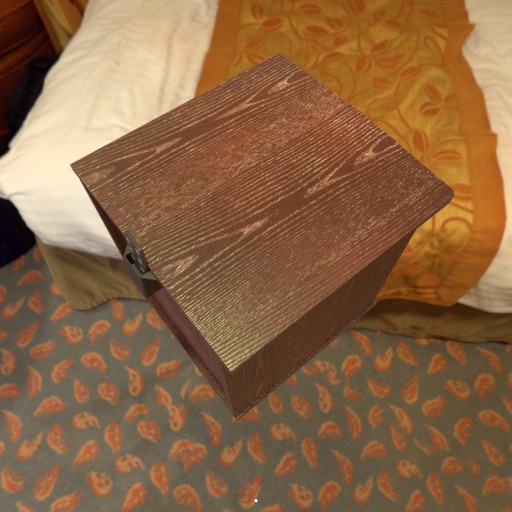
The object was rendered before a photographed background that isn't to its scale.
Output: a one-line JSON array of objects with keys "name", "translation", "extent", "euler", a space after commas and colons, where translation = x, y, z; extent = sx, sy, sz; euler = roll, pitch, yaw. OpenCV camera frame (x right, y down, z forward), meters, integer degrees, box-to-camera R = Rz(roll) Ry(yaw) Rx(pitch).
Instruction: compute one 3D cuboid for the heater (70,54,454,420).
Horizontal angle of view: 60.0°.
[{"name": "heater", "translation": [0.000, 0.000, 0.767], "extent": [0.400, 0.481, 0.362], "euler": [-35, 67, -18]}]
